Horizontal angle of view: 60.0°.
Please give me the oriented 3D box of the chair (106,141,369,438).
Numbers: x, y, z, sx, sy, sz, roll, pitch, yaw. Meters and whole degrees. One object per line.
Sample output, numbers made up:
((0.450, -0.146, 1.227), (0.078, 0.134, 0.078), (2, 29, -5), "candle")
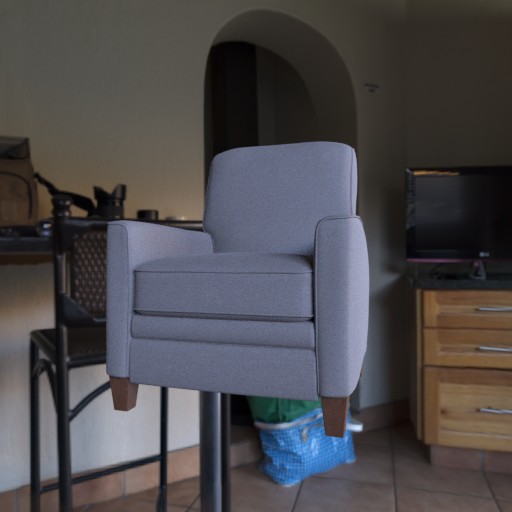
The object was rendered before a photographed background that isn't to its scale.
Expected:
((0.000, 0.000, 1.716), (0.845, 1.023, 0.859), (0, 0, 18), "chair")
